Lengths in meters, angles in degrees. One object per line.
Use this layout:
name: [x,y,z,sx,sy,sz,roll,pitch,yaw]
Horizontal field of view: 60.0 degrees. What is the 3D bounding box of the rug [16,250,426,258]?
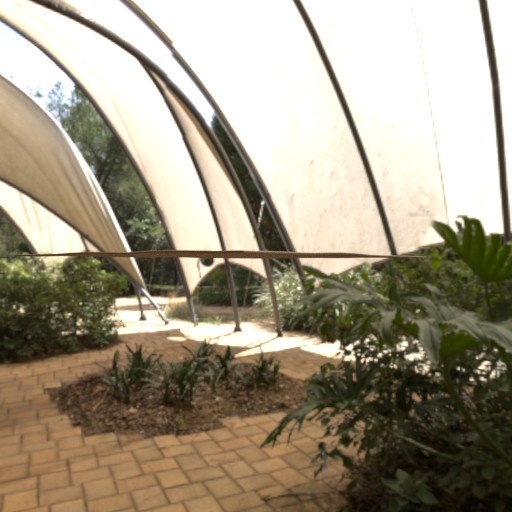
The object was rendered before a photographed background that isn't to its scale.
rug: [0.000,0.000,2.285,1.220,0.013,1.829,-1,-1,36]
